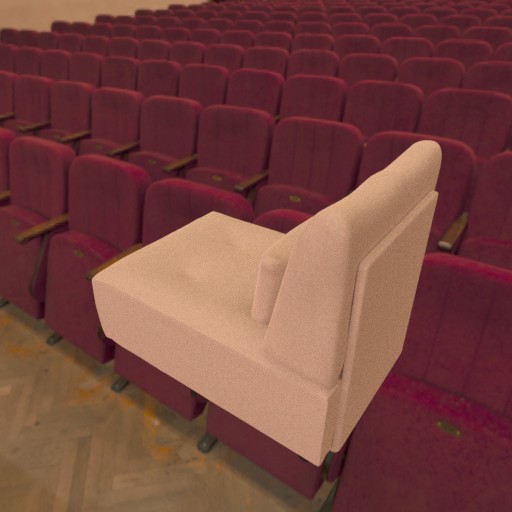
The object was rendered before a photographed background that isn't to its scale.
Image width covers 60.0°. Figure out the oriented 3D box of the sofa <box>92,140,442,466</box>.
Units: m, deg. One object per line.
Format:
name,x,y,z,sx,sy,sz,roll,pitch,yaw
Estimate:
sofa,0.000,0.000,1.561,1.000,0.820,0.700,20,37,30
